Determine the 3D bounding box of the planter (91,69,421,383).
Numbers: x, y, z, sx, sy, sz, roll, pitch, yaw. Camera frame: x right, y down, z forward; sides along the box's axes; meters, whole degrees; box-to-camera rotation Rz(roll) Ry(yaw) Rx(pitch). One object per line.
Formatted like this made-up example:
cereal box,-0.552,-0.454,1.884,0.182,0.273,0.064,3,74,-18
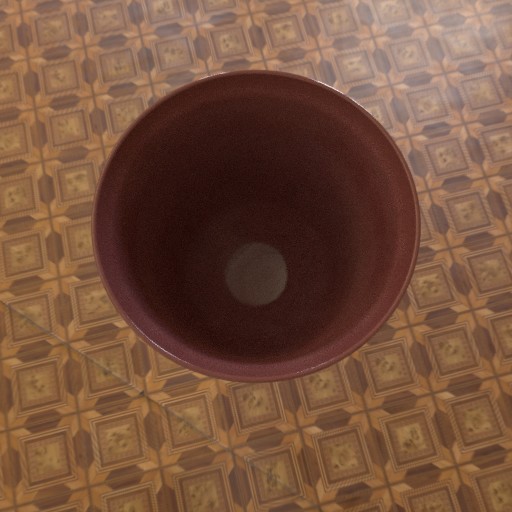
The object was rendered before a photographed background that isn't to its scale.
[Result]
planter,0.000,0.000,0.365,0.195,0.214,0.195,0,76,0
